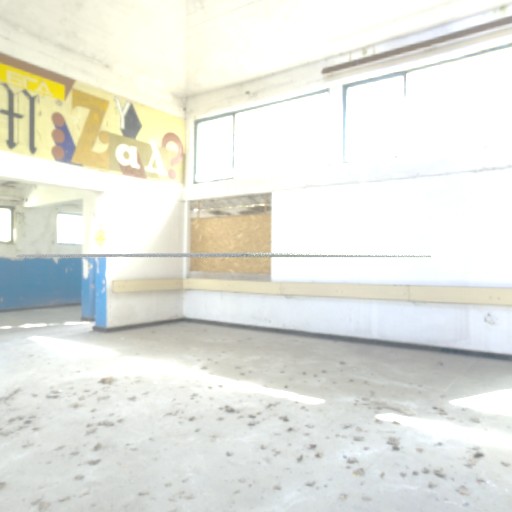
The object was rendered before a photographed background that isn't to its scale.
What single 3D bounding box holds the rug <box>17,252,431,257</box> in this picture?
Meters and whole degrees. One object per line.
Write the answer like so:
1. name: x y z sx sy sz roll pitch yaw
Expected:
1. rug: 0.000 0.000 2.200 1.217 0.011 1.747 0 0 36
